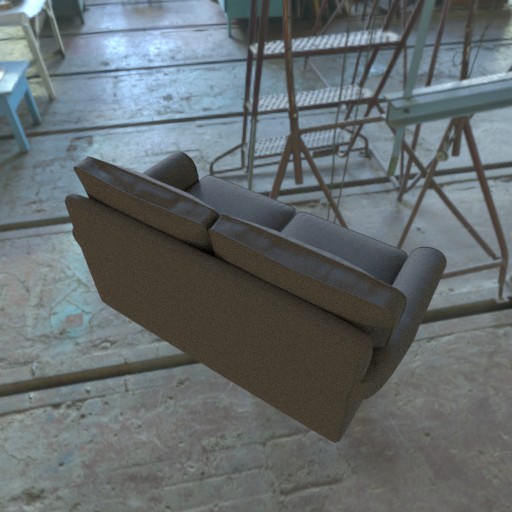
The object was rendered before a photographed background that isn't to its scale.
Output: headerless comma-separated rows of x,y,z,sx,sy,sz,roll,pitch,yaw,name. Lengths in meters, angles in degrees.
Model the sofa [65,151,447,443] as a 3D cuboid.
0.000,0.000,2.219,1.665,0.937,0.964,25,50,23,sofa
